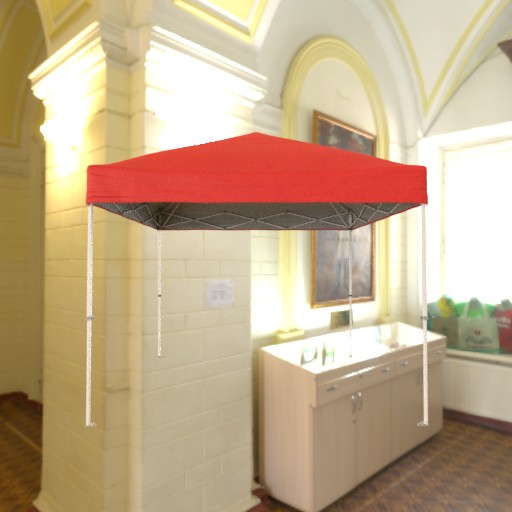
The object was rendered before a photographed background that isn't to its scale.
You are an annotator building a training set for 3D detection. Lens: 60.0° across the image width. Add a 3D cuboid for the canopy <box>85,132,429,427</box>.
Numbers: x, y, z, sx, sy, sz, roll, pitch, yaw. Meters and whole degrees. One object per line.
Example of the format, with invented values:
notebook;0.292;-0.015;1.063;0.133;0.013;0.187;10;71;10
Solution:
canopy;0.000;0.000;5.328;2.998;2.997;2.996;0;-1;-1
